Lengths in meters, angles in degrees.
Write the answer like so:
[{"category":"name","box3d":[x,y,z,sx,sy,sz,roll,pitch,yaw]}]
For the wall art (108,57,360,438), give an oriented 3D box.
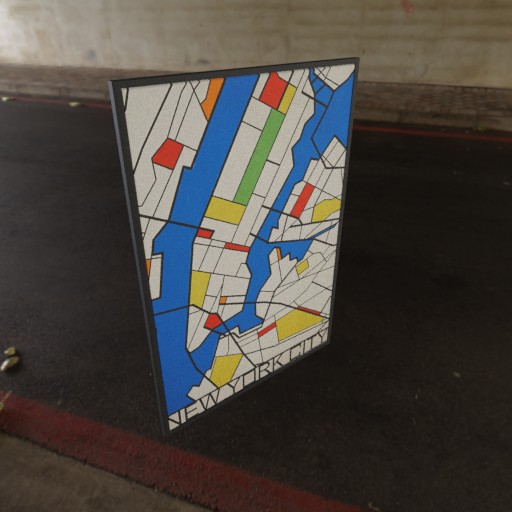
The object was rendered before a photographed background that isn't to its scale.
[{"category":"wall art","box3d":[0.000,0.000,0.832,0.457,0.657,0.013,-21,36,-32]}]
